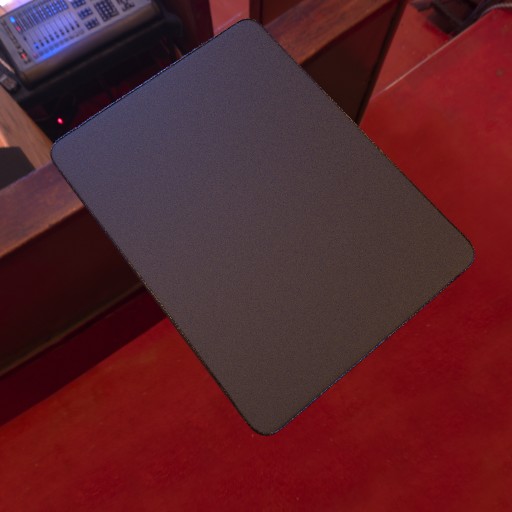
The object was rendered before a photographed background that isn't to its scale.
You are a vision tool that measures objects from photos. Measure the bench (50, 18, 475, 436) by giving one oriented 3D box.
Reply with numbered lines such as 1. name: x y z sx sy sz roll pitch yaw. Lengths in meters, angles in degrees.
1. bench: 0.000 0.000 0.756 0.321 0.500 0.424 -38 78 -9
